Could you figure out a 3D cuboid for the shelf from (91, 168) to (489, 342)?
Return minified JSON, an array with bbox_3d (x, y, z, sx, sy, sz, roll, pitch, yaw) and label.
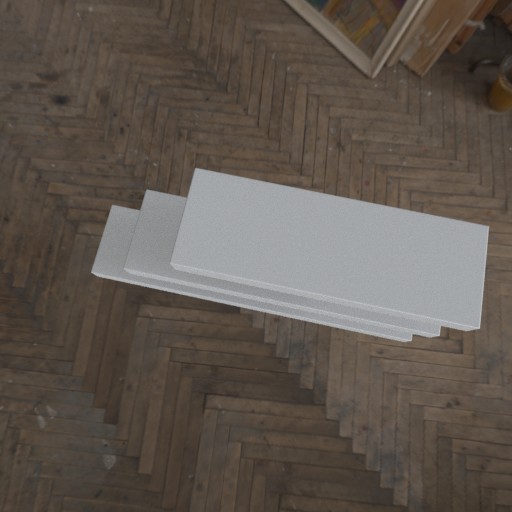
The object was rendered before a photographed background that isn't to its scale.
[{"bbox_3d":[0.000,0.000,0.735,0.610,0.293,0.140,12,76,3],"label":"shelf"}]
